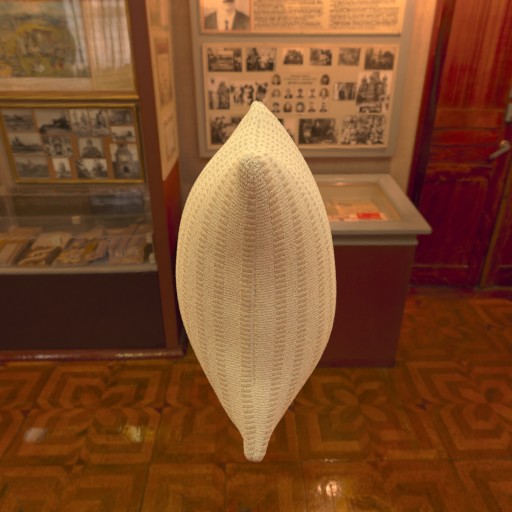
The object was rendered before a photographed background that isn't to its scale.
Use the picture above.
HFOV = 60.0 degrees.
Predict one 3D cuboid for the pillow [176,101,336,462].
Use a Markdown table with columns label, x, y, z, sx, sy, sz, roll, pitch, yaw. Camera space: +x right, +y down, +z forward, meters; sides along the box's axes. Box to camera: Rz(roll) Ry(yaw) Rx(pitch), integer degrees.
| label | x | y | z | sx | sy | sz | roll | pitch | yaw |
| --- | --- | --- | --- | --- | --- | --- | --- | --- | --- |
| pillow | 0.000 | 0.000 | 0.702 | 0.247 | 0.419 | 0.438 | 0 | 26 | 1 |
